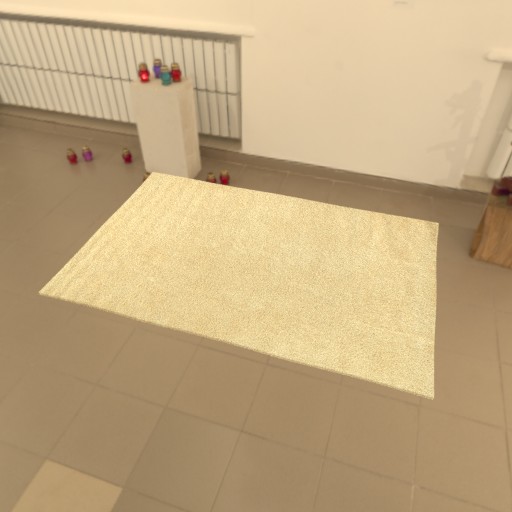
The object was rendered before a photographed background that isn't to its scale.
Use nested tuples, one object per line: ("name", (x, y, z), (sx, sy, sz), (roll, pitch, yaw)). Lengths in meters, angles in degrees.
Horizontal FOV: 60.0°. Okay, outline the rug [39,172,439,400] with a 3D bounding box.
("rug", (0.000, 0.000, 3.012), (2.346, 0.025, 1.500), (12, 43, 13))
